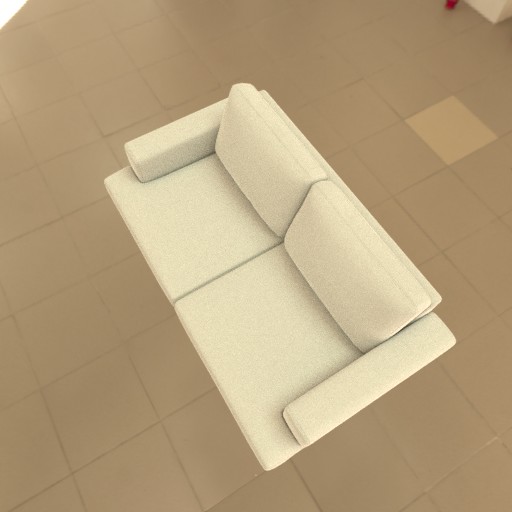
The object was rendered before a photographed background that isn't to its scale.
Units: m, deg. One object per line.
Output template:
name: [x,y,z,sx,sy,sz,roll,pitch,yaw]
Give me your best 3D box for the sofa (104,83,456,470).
sofa: [0.000,0.000,2.131,0.920,0.810,1.650,-29,67,-13]
